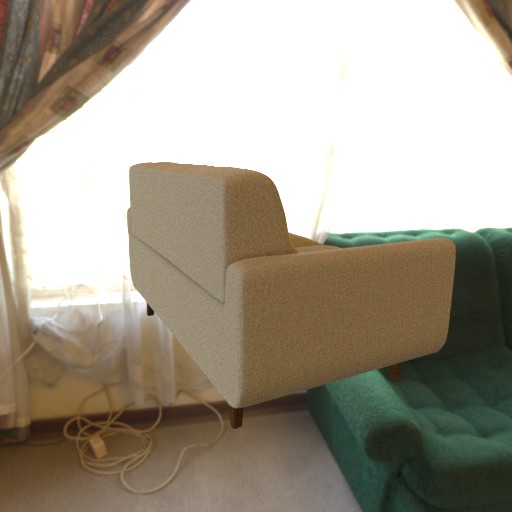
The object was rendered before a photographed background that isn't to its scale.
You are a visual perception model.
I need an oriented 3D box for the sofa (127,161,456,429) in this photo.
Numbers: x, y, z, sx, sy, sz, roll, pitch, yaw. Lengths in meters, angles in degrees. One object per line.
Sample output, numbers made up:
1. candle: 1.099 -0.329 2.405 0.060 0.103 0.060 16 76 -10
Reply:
1. sofa: 0.000 0.000 2.244 0.952 0.925 1.651 -7 15 -26
